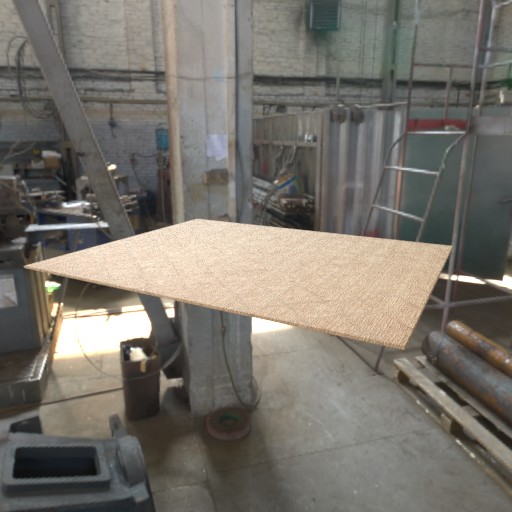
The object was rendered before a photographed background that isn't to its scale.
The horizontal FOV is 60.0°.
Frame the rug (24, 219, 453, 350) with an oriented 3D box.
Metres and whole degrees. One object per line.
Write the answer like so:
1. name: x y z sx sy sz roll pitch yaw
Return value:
1. rug: 0.000 0.000 3.975 3.039 0.019 2.420 8 17 27
